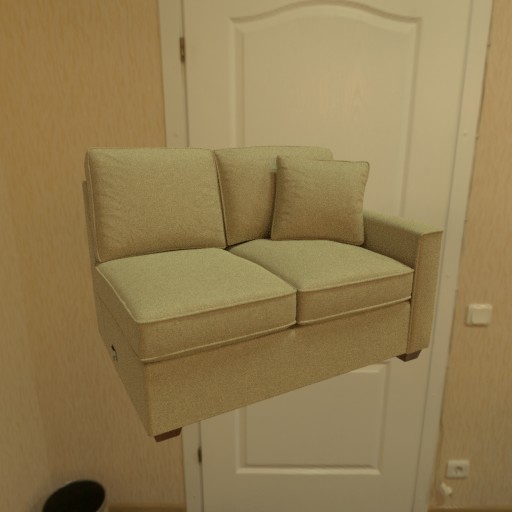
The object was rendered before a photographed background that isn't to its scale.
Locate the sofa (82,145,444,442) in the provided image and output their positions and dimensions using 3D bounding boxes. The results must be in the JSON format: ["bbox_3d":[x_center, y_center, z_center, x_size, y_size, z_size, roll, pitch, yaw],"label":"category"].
[{"bbox_3d":[0.000,0.000,2.072,1.388,0.989,0.991,-8,18,-27],"label":"sofa"}]
